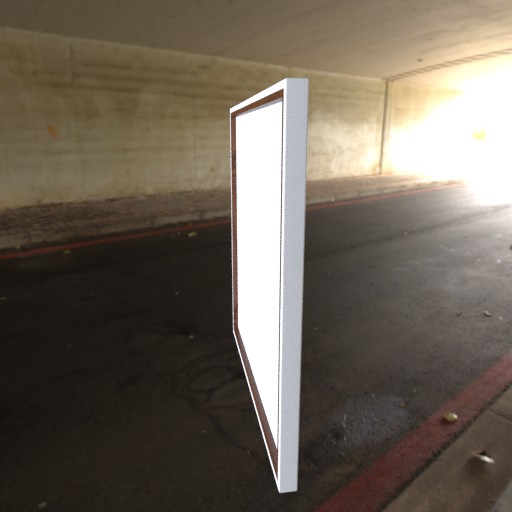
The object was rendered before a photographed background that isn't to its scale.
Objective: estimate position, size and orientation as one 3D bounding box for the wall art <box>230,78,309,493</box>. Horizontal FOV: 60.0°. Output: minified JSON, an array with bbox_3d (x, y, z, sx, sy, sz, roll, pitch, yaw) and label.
[{"bbox_3d":[0.000,0.000,1.505,0.049,1.009,1.009,-3,15,-9],"label":"wall art"}]
